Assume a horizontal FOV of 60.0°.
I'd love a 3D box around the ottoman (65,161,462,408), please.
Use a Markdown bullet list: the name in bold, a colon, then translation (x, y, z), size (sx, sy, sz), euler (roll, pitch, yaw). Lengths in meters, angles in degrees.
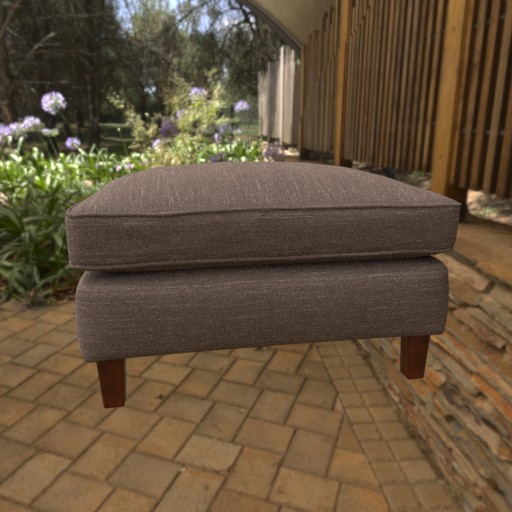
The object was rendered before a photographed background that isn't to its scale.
- **ottoman**: translation (0.000, 0.000, 0.979), size (0.686, 0.406, 0.508), euler (-3, 16, -9)
